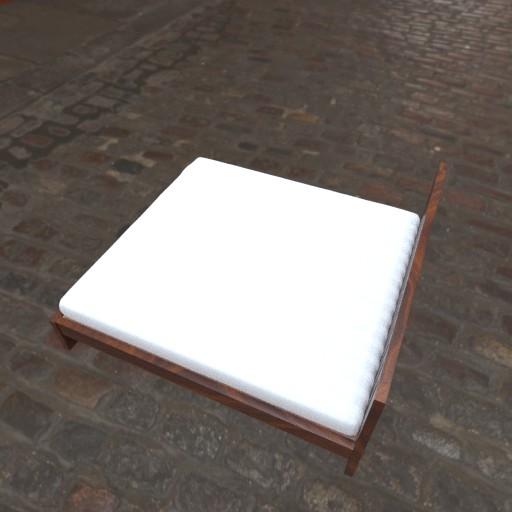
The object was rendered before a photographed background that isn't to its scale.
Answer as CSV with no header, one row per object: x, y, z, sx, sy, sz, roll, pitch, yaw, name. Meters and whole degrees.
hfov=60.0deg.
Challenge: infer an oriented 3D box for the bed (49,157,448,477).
0.000,0.000,3.042,2.030,0.890,1.905,18,48,17,bed
